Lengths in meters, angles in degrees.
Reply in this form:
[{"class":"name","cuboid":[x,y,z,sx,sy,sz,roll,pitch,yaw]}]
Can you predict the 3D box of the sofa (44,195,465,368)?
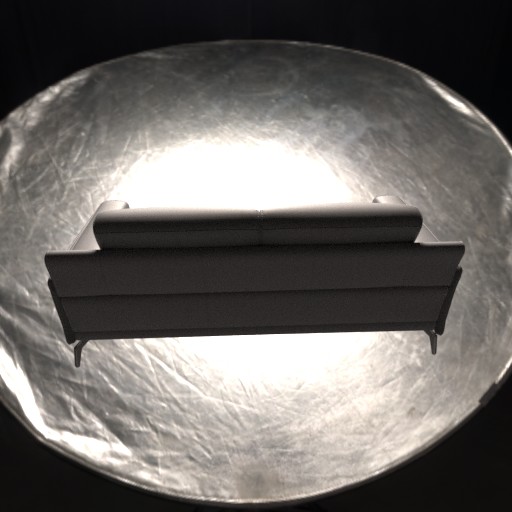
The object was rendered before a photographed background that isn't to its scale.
[{"class":"sofa","cuboid":[0.000,0.000,2.623,2.100,0.900,0.969,-1,29,-3]}]
